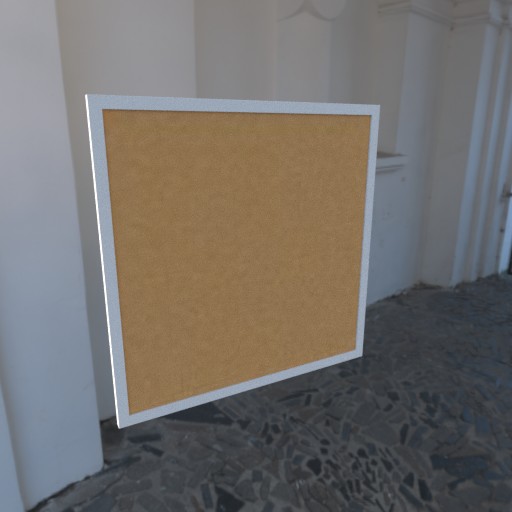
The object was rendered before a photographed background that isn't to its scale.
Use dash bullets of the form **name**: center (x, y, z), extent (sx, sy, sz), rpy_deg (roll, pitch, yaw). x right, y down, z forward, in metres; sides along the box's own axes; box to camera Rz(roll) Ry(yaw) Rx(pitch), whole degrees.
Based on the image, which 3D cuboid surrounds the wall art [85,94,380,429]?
- **wall art**: center (0.000, 0.000, 0.691), extent (0.457, 0.457, 0.012), rpy_deg (-8, 18, -27)
